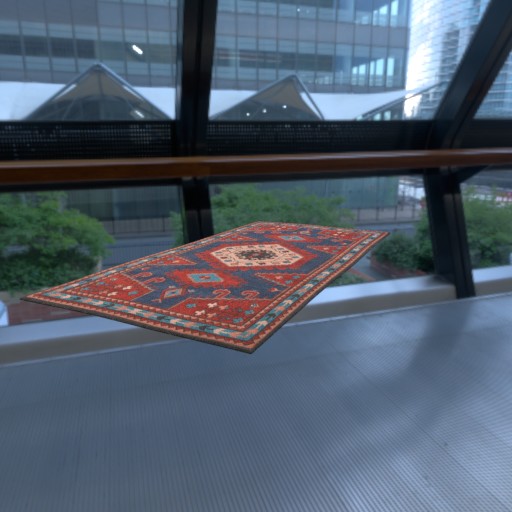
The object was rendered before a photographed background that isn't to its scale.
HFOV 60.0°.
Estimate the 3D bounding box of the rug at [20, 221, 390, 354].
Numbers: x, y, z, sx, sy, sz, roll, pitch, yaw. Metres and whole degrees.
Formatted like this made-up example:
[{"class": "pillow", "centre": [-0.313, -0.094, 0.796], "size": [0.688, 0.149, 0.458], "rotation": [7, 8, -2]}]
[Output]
[{"class": "rug", "centre": [0.000, 0.000, 3.535], "size": [1.522, 0.034, 3.032], "rotation": [7, 16, 26]}]
